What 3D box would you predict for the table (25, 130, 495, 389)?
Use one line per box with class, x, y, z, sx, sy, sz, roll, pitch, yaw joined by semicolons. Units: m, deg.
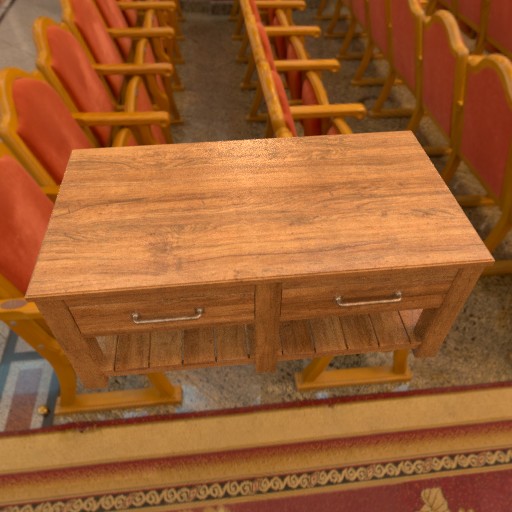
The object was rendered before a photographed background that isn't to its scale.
table;0.000;0.000;1.453;1.150;0.480;0.635;-4;47;-4
